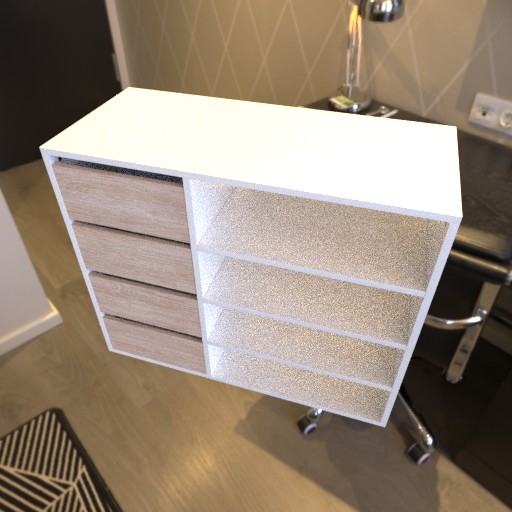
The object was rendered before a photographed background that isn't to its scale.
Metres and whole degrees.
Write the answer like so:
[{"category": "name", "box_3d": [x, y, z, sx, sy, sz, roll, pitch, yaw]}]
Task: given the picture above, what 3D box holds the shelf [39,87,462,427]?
[{"category": "shelf", "box_3d": [0.000, 0.000, 1.272, 0.895, 0.732, 0.396, 12, 42, 13]}]
